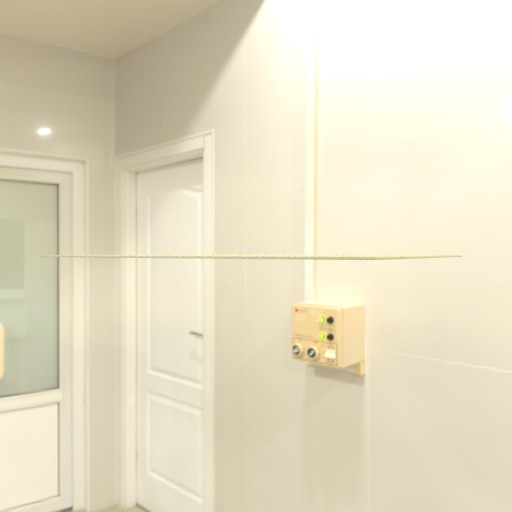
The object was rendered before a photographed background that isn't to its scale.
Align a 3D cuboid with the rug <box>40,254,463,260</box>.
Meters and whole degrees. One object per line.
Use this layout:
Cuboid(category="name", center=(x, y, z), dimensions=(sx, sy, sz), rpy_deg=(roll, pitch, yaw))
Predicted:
Cuboid(category="rug", center=(0.000, 0.000, 4.204), dimensions=(3.204, 0.016, 2.452), rpy_deg=(0, 0, 35))
